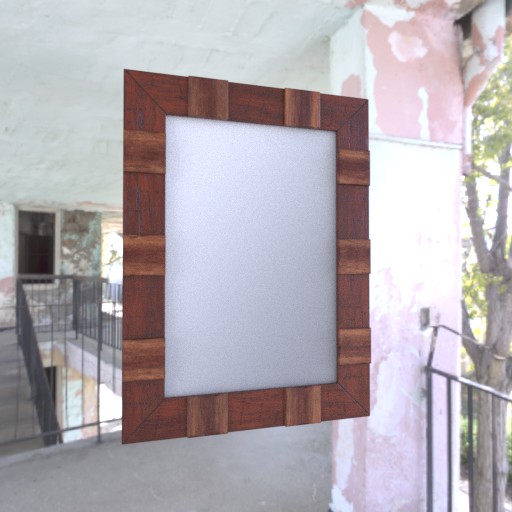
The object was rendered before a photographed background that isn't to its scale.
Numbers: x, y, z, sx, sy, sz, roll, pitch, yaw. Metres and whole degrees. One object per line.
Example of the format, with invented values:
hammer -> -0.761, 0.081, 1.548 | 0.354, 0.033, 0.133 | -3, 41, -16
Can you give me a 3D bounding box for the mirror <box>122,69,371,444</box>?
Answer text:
mirror -> 0.000, 0.000, 1.041 | 0.600, 0.805, 0.021 | 0, -1, -17
